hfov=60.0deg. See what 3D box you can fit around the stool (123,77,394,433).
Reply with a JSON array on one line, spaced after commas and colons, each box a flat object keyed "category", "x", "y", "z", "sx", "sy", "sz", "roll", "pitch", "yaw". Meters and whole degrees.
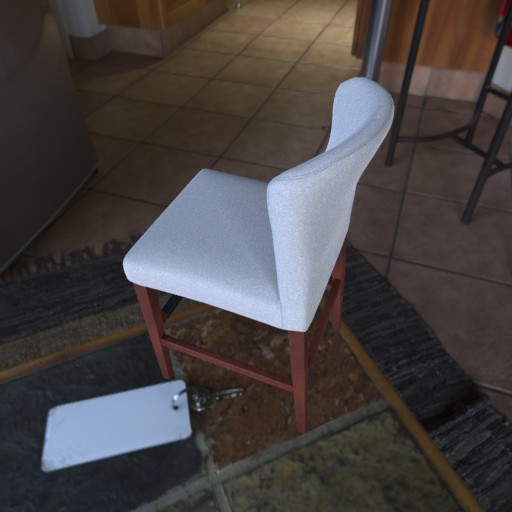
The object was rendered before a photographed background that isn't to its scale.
[{"category": "stool", "x": 0.000, "y": 0.000, "z": 1.261, "sx": 0.568, "sy": 0.968, "sz": 0.479, "roll": 16, "pitch": 47, "yaw": 16}]
